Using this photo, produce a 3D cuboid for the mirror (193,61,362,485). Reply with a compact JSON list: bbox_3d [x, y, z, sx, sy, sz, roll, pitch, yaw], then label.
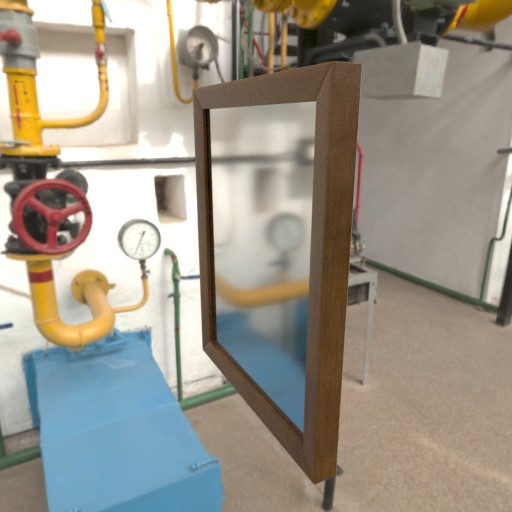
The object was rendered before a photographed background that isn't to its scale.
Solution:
[{"bbox_3d":[0.000,0.000,0.684,0.041,0.508,0.405,-8,19,-26],"label":"mirror"}]
